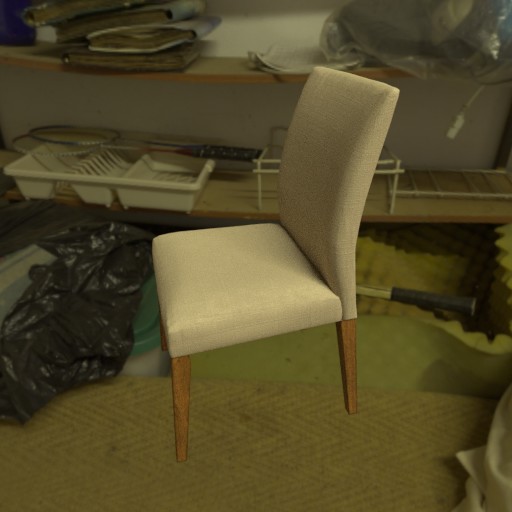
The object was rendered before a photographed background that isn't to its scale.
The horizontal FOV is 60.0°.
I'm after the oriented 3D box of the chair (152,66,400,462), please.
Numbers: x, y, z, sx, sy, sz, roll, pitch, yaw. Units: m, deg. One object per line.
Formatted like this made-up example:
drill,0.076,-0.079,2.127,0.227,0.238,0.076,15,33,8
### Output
chair,0.000,0.000,1.258,0.585,0.940,0.496,-8,30,-13
